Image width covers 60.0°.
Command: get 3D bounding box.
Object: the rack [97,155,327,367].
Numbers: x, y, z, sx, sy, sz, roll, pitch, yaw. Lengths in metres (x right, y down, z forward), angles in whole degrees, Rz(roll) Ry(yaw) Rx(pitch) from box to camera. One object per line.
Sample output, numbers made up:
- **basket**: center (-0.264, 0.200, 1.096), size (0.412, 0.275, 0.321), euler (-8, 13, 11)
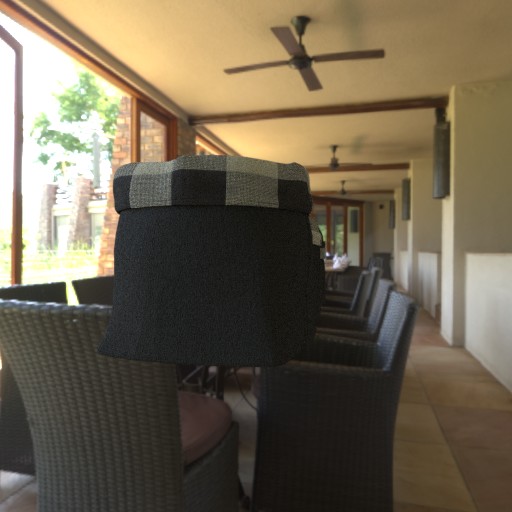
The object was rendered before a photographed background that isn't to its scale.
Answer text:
- **rack**: center (0.000, 0.000, 1.088), size (0.370, 0.329, 0.889), euler (0, 1, 17)
